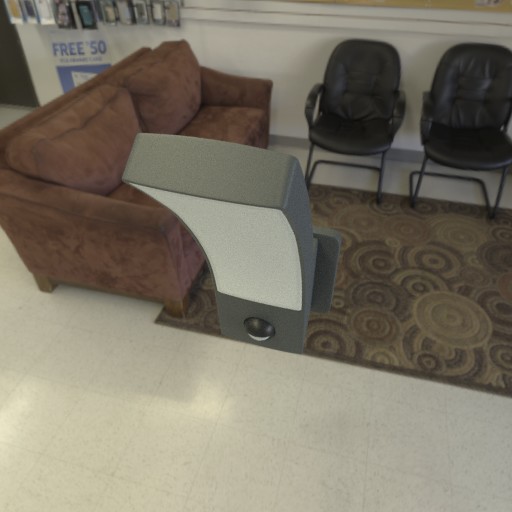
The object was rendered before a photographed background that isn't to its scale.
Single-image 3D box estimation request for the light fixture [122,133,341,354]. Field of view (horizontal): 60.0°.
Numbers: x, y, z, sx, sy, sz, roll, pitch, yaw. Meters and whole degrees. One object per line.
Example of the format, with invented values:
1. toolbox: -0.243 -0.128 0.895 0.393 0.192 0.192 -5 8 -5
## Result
1. light fixture: 0.000 0.000 0.332 0.108 0.243 0.174 12 41 14
